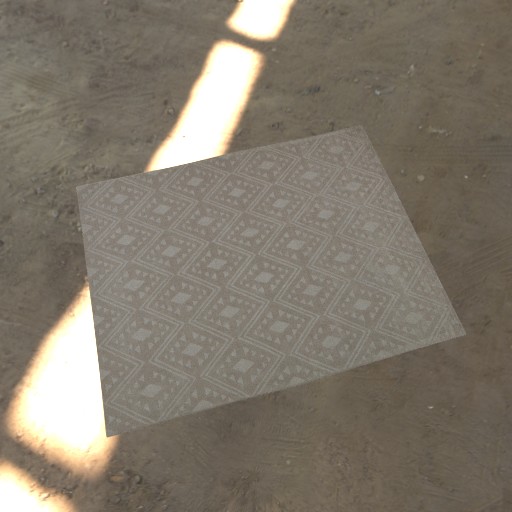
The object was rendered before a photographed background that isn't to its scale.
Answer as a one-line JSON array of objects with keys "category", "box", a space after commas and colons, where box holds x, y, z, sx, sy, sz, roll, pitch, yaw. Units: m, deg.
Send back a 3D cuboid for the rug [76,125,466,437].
[{"category": "rug", "box": [0.000, 0.000, 4.048, 3.011, 0.054, 2.399, -14, 65, -7]}]
